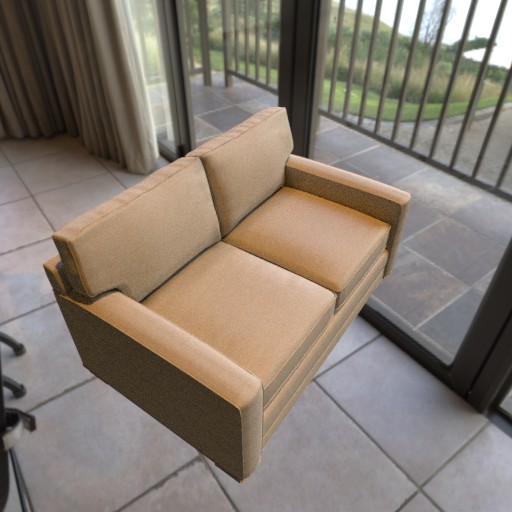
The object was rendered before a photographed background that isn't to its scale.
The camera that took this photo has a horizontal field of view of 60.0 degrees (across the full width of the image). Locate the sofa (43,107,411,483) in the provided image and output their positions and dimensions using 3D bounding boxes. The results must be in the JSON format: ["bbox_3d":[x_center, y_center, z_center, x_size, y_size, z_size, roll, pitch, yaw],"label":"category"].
[{"bbox_3d":[0.000,0.000,2.072,0.942,0.853,1.484,24,46,26],"label":"sofa"}]
